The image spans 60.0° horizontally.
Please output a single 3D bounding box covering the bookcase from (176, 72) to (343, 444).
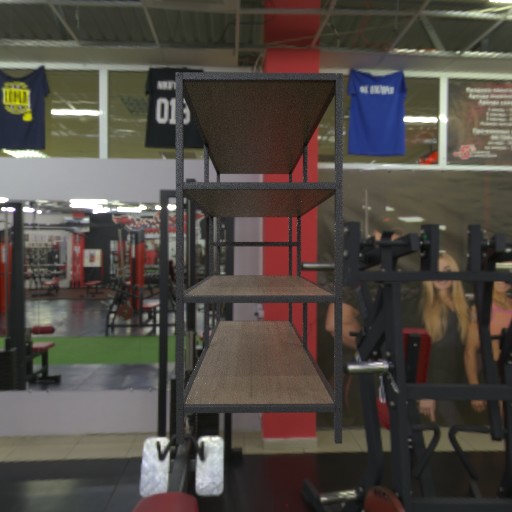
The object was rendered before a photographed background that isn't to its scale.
[{"bbox_3d":[0.000,0.000,1.499,0.350,0.780,1.140,0,1,-1],"label":"bookcase"}]
